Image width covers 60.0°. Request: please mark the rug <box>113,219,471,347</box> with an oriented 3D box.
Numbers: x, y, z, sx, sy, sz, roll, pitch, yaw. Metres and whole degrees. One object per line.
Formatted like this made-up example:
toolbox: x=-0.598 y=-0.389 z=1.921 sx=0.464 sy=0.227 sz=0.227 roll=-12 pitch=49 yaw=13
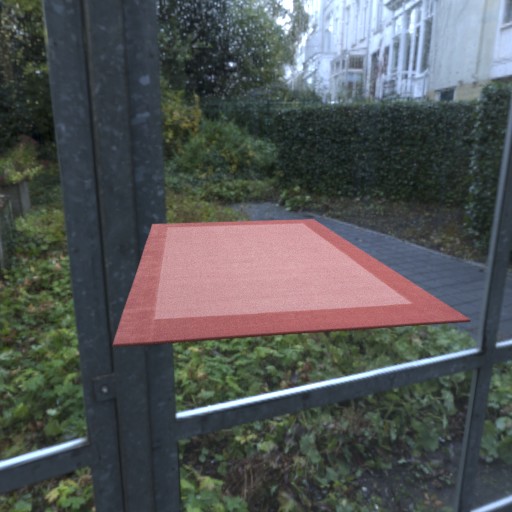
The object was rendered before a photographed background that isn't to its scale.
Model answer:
rug: x=0.000 y=0.000 z=2.994 sx=1.524 sy=0.014 sz=2.438 roll=-2 pitch=15 yaw=-9
